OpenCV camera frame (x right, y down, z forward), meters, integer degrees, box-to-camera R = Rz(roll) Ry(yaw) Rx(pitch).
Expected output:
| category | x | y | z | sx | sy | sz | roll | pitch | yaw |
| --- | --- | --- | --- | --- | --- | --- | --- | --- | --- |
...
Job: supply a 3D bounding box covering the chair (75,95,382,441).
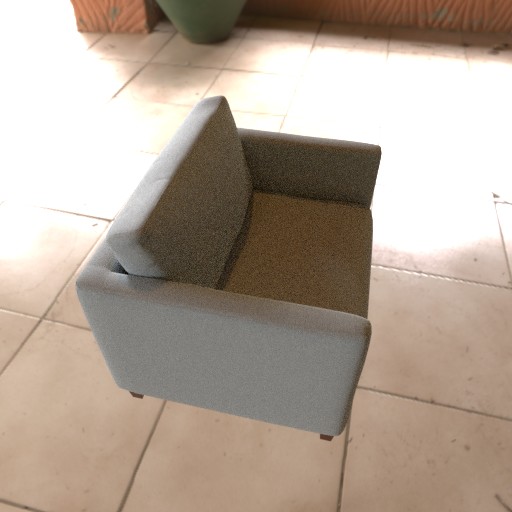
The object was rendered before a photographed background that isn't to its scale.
| category | x | y | z | sx | sy | sz | roll | pitch | yaw |
| --- | --- | --- | --- | --- | --- | --- | --- | --- | --- |
| chair | 0.000 | 0.000 | 1.857 | 0.953 | 0.961 | 1.107 | 9 | 46 | 9 |
